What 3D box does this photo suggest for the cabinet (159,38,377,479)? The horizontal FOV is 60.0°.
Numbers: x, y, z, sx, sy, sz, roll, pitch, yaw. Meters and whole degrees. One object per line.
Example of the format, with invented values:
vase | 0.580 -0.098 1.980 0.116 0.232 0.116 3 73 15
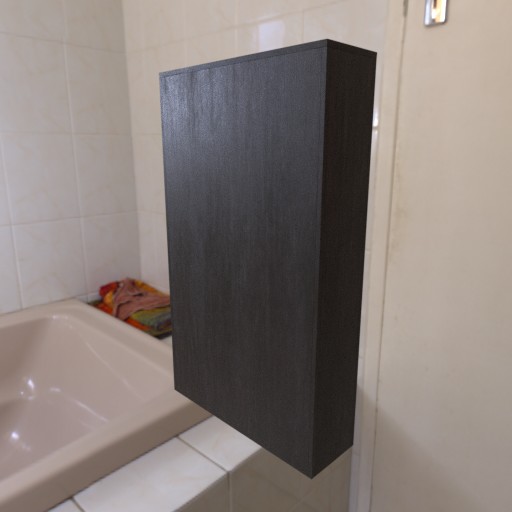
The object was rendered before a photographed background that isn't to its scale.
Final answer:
cabinet | 0.000 0.000 1.589 0.250 1.280 0.750 -14 19 -43
